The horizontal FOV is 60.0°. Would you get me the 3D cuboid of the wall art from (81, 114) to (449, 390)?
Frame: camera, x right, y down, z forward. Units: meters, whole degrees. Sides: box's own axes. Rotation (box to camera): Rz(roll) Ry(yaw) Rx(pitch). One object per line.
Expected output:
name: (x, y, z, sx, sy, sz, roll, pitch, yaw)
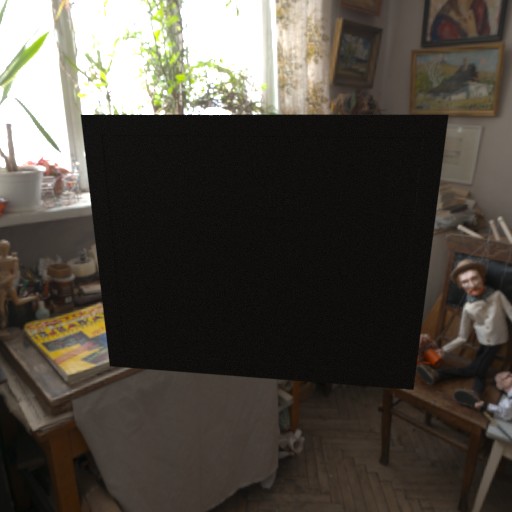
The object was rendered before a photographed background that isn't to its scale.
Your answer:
wall art: (0.000, 0.000, 0.751, 0.558, 0.457, 0.029, 2, 18, 7)
